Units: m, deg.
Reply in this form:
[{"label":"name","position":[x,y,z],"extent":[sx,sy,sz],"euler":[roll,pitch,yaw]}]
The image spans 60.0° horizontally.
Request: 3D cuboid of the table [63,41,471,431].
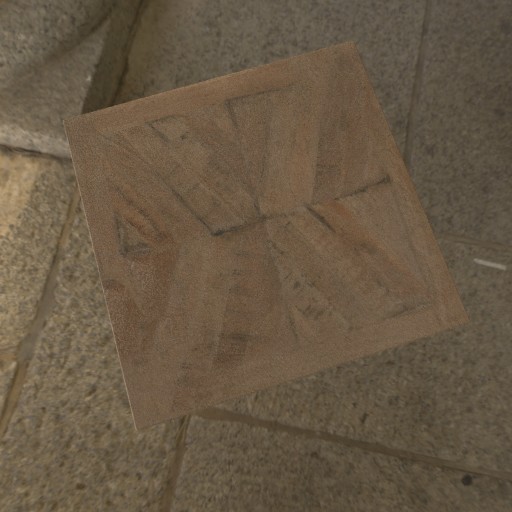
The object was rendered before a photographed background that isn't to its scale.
[{"label":"table","position":[0.000,0.000,0.942],"extent":[0.499,0.550,0.498],"euler":[-17,78,-4]}]
